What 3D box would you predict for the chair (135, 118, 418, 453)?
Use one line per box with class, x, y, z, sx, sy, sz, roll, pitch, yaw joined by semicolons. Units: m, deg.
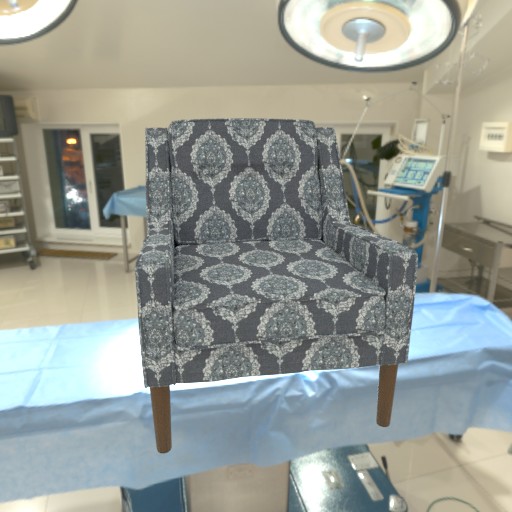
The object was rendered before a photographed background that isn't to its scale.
chair;0.000;0.000;1.329;0.663;0.792;0.743;-3;17;-9
